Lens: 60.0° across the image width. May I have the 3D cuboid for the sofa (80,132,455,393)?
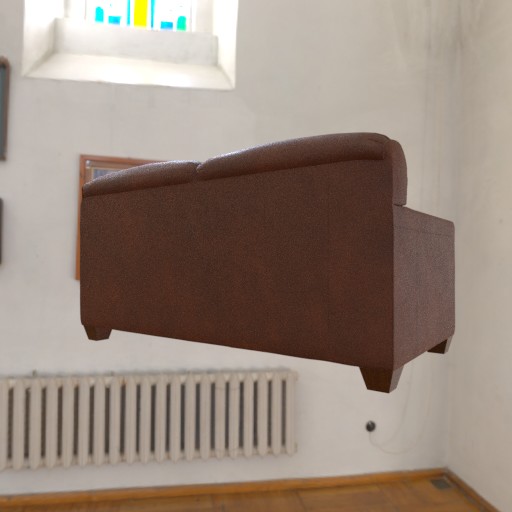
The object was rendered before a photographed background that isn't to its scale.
[{"bbox_3d":[0.000,0.000,2.418,1.856,0.966,1.000,0,-1,36],"label":"sofa"}]
